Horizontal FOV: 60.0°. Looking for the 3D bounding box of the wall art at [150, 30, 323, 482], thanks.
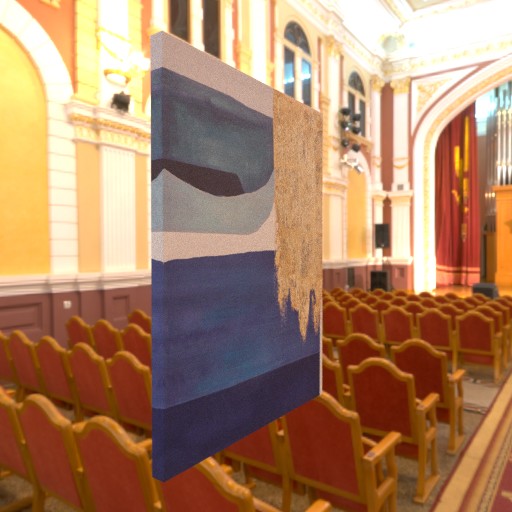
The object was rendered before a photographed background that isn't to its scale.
[{"bbox_3d":[0.000,0.000,0.793,0.026,0.613,0.458,1,1,36],"label":"wall art"}]
